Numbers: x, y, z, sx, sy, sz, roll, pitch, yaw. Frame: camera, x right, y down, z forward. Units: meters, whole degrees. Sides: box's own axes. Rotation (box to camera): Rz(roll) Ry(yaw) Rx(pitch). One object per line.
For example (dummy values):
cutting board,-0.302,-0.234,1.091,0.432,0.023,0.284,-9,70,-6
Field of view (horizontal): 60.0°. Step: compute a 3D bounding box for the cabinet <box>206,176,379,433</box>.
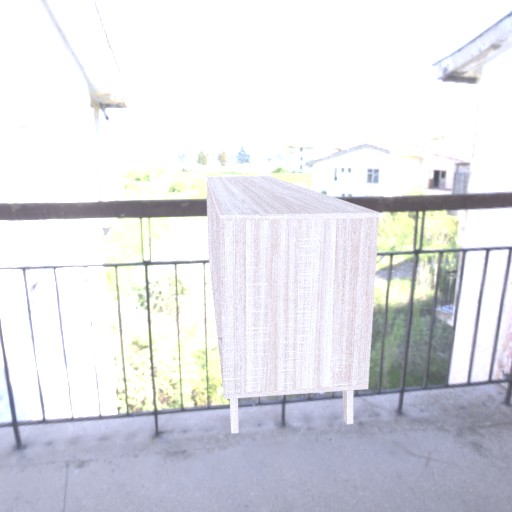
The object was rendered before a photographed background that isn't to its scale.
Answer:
cabinet,0.000,0.000,2.514,0.500,0.780,2.200,-2,13,-7
